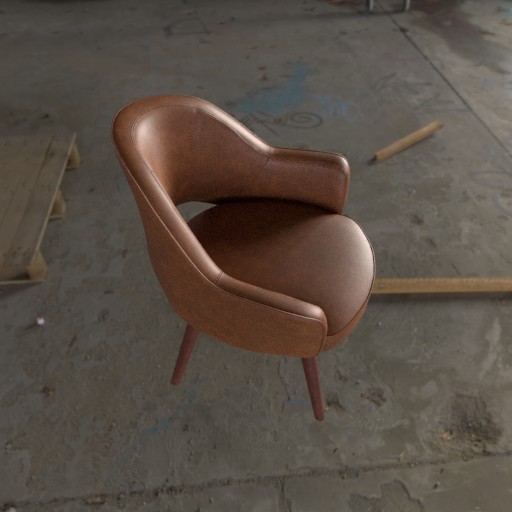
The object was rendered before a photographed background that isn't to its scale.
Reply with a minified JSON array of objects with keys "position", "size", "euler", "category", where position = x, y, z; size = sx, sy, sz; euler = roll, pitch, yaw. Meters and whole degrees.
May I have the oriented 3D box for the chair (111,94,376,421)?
[{"position":[0.000,0.000,1.218],"size":[0.640,0.777,0.591],"euler":[11,47,10],"category":"chair"}]
